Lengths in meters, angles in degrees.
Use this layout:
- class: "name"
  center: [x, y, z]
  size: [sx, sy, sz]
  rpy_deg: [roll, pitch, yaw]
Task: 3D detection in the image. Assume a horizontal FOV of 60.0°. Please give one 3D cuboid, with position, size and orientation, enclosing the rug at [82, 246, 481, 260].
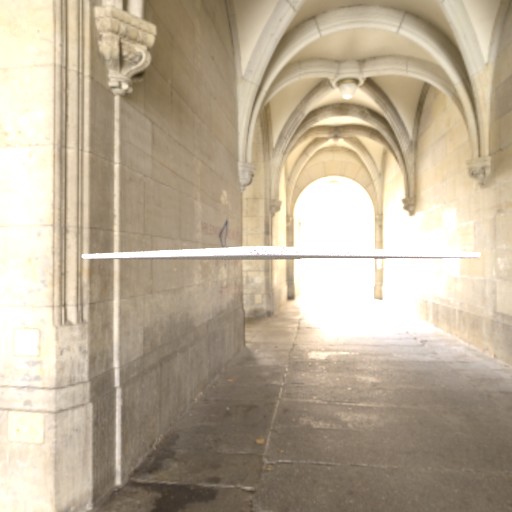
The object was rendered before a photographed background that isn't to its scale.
- class: "rug"
  center: [0.000, 0.000, 2.157]
  size: [1.200, 0.025, 1.600]
  rpy_deg: [1, -1, -37]
